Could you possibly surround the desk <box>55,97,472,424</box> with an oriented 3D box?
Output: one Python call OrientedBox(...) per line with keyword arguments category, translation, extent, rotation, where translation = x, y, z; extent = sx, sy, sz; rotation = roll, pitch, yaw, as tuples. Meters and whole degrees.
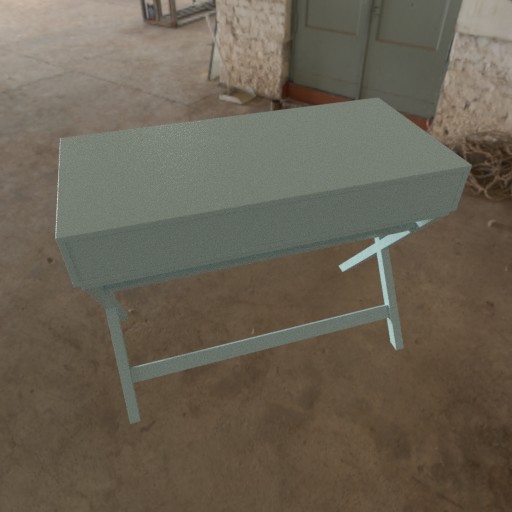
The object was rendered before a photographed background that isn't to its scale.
OrientedBox(category="desk", translation=(0.000, 0.000, 1.504), extent=(1.059, 0.780, 0.509), rotation=(-11, 42, -13))
